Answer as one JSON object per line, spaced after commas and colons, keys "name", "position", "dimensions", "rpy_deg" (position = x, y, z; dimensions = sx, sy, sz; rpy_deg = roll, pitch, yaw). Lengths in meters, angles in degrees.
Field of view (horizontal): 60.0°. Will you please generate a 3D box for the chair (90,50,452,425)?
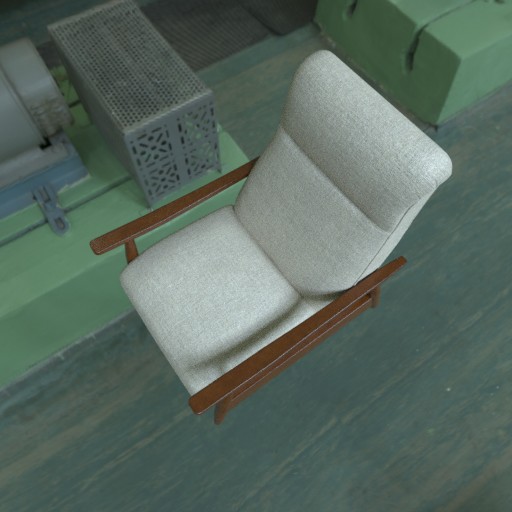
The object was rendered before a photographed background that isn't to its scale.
{"name": "chair", "position": [0.000, 0.000, 1.737], "dimensions": [1.014, 1.082, 0.762], "rpy_deg": [-33, 68, -15]}
